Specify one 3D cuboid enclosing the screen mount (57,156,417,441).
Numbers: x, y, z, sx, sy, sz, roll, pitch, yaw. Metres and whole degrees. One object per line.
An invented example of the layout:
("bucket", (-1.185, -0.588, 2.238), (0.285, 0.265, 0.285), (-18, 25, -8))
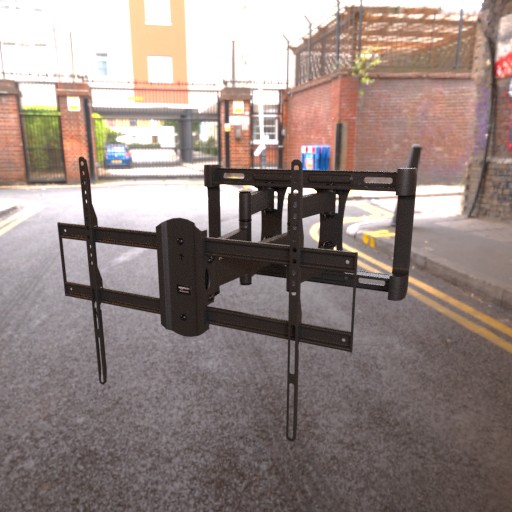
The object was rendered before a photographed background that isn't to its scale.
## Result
("screen mount", (0.000, 0.000, 1.104), (0.661, 0.491, 0.644), (7, 15, 25))
